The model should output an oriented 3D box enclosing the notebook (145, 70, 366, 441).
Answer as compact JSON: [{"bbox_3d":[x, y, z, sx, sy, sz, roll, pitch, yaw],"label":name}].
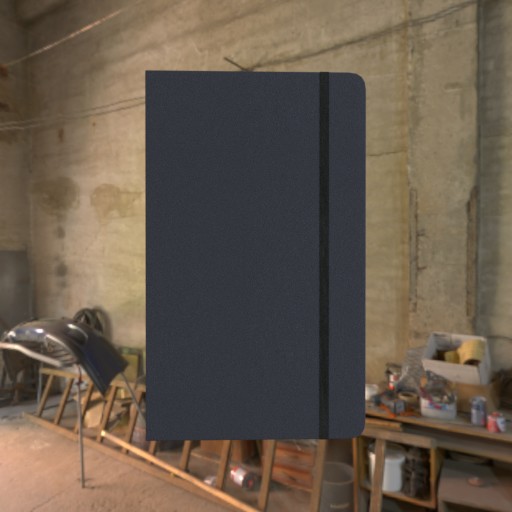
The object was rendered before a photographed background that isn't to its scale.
[{"bbox_3d":[0.000,0.000,0.263,0.127,0.213,0.016,0,0,-1],"label":"notebook"}]
